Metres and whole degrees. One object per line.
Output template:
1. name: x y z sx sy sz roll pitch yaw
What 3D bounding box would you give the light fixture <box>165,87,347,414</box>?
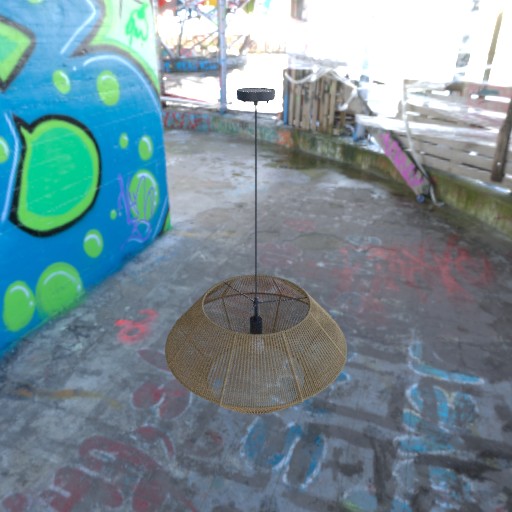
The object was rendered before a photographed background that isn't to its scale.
1. light fixture: 0.000 0.000 1.425 0.643 1.009 0.643 0 27 0
